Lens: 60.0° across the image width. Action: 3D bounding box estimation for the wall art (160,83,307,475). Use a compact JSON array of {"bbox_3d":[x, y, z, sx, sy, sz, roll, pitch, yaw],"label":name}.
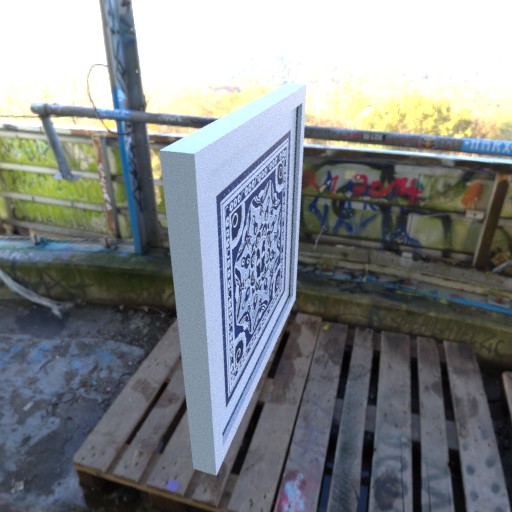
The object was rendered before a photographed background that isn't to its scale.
[{"bbox_3d":[0.000,0.000,0.547,0.027,0.355,0.355,9,30,16],"label":"wall art"}]
